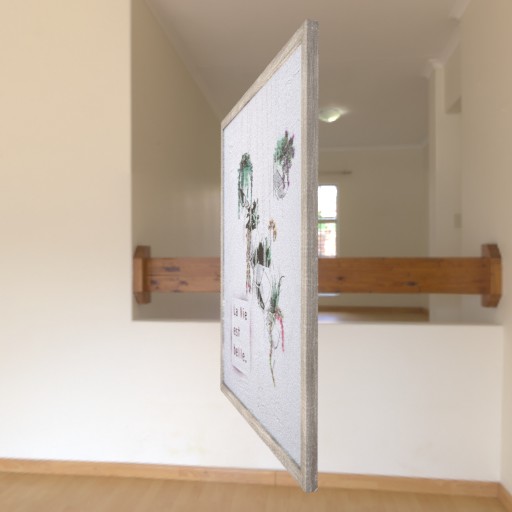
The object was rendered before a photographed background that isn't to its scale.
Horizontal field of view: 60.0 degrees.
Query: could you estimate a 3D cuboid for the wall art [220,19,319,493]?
[{"bbox_3d":[0.000,0.000,1.330,0.035,1.022,0.781,0,0,-19],"label":"wall art"}]
